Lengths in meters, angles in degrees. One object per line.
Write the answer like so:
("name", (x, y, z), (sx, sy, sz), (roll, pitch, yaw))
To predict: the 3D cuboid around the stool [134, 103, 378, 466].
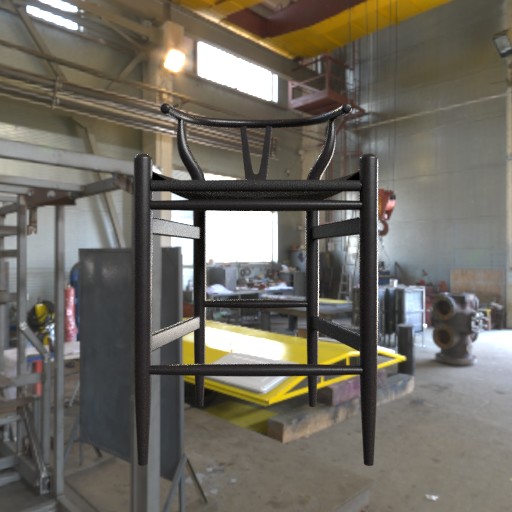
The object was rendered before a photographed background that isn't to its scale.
("stool", (0.000, 0.000, 1.302), (0.569, 0.970, 0.579), (0, 0, 0))
